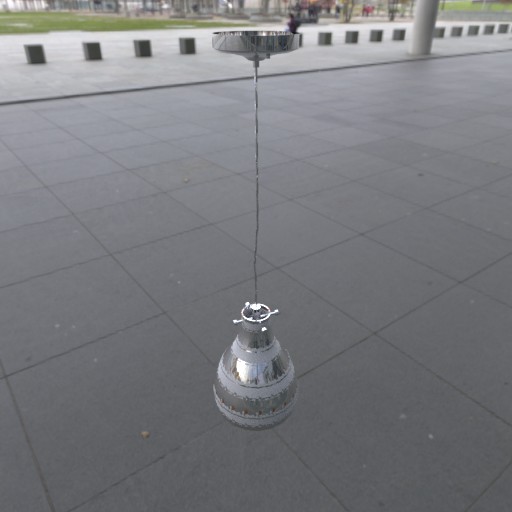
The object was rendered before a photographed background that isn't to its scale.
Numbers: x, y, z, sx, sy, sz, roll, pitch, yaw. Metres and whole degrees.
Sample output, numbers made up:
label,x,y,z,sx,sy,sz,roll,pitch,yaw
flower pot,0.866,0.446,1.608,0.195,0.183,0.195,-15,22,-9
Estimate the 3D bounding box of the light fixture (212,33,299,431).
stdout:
label,x,y,z,sx,sy,sz,roll,pitch,yaw
light fixture,0.000,0.000,1.619,0.374,1.457,0.374,-11,31,-19
